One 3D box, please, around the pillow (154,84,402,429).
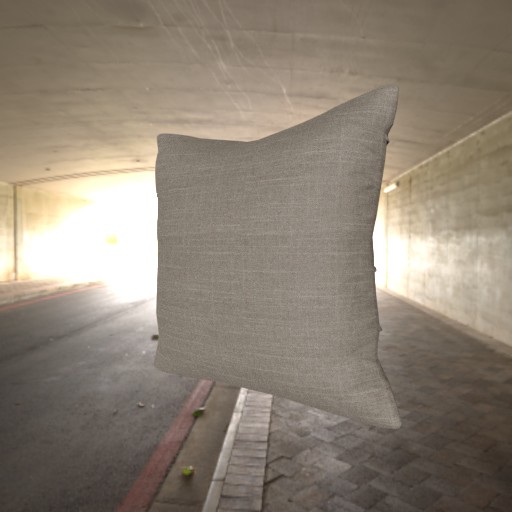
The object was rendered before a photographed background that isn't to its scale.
[{"bbox_3d":[0.000,0.000,0.634,0.424,0.400,0.169,1,2,36],"label":"pillow"}]
